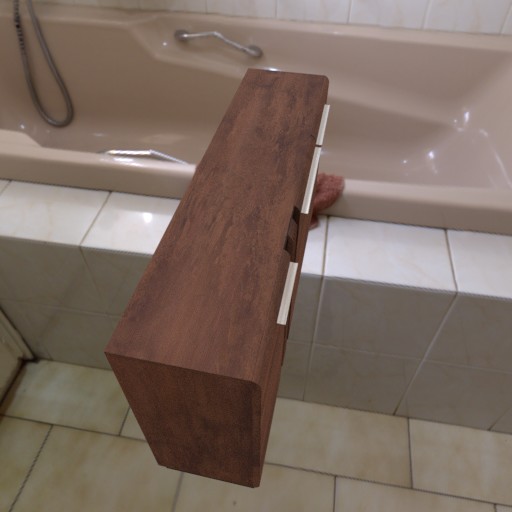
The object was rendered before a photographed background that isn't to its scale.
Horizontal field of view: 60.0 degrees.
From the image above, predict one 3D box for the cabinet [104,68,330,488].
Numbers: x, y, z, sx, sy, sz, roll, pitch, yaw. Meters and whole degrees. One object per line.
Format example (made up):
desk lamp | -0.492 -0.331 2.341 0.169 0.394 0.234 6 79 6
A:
cabinet | 0.000 0.000 1.918 0.420 0.900 1.600 9 48 8
